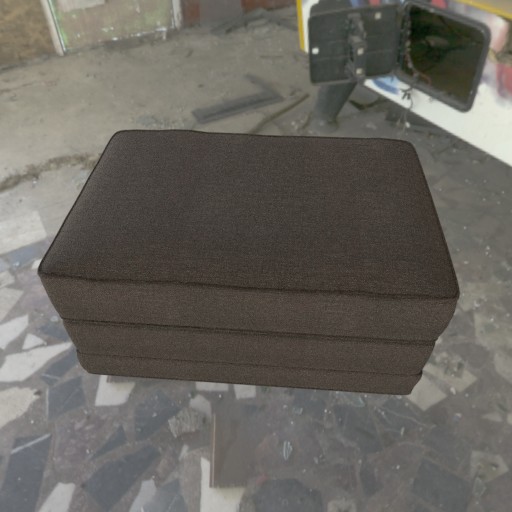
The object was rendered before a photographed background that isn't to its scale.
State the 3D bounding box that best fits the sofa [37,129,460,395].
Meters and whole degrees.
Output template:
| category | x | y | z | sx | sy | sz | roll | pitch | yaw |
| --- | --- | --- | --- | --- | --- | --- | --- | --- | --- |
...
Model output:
| category | x | y | z | sx | sy | sz | roll | pitch | yaw |
| --- | --- | --- | --- | --- | --- | --- | --- | --- | --- |
| sofa | 0.000 | 0.000 | 1.193 | 0.854 | 0.457 | 0.578 | 3 | 46 | 3 |
